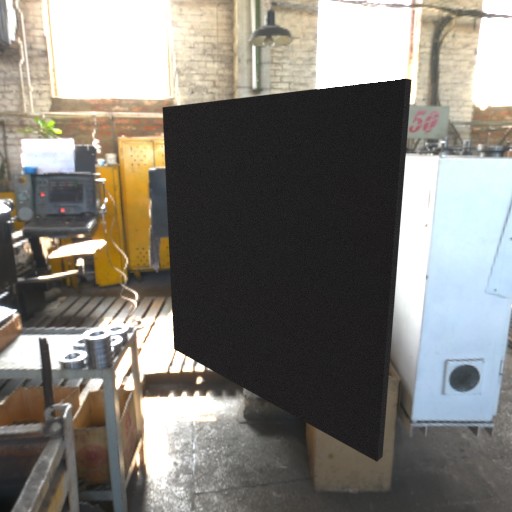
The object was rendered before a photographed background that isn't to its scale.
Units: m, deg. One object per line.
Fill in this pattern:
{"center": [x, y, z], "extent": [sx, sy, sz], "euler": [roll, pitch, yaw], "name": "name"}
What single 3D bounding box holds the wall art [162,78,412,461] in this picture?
{"center": [0.000, 0.000, 0.674], "extent": [0.013, 0.458, 0.456], "euler": [-13, 19, -43], "name": "wall art"}
